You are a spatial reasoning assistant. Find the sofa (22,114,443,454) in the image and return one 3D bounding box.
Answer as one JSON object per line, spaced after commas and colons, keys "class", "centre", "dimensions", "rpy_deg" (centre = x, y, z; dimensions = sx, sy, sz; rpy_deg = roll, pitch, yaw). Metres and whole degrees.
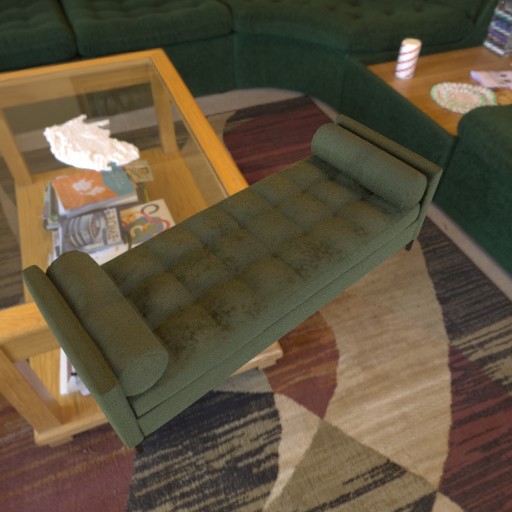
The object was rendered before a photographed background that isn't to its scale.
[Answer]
{"class": "sofa", "centre": [0.000, 0.000, 2.453], "dimensions": [2.130, 0.681, 0.817], "rpy_deg": [-32, 55, -26]}
